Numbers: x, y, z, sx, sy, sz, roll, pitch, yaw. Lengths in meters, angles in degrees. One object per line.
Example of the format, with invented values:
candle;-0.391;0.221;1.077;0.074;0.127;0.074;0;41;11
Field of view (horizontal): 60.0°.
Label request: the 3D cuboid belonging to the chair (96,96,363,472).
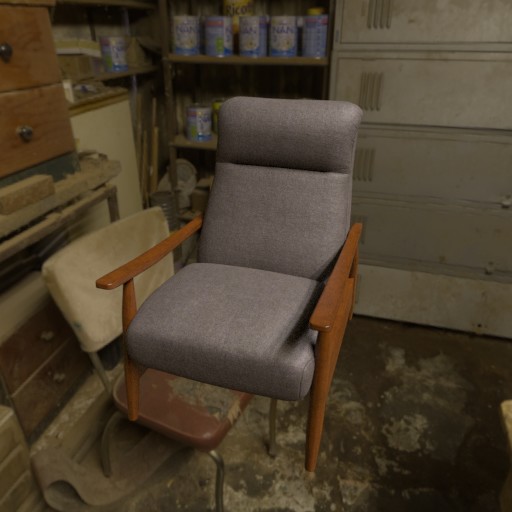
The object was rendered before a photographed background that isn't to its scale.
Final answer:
chair;0.000;0.000;1.776;0.762;1.081;1.014;9;28;16
